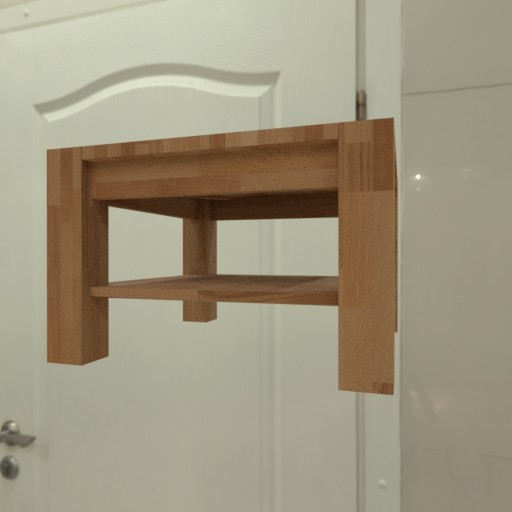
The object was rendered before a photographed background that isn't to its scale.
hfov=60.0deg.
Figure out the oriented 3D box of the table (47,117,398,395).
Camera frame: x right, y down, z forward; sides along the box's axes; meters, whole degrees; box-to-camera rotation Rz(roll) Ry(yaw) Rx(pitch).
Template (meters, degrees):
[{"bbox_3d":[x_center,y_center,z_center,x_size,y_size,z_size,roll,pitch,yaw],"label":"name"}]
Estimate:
[{"bbox_3d":[0.000,0.000,1.158,0.700,0.451,0.700,0,0,18],"label":"table"}]
